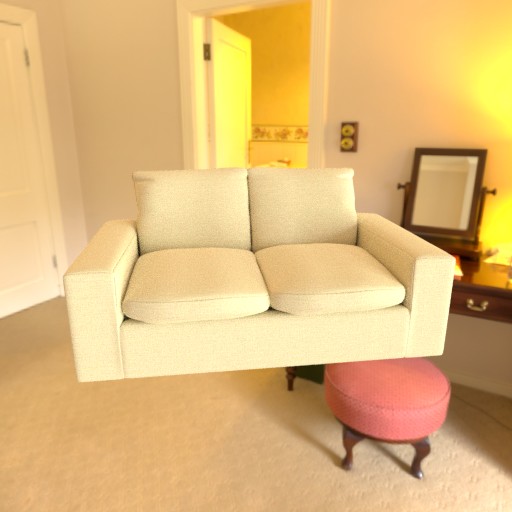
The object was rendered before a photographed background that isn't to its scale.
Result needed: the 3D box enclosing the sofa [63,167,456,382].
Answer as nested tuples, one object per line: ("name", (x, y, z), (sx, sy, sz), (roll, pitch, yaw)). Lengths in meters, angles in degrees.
("sofa", (0.000, 0.000, 2.420), (1.754, 0.875, 1.091), (-2, 17, -8))
